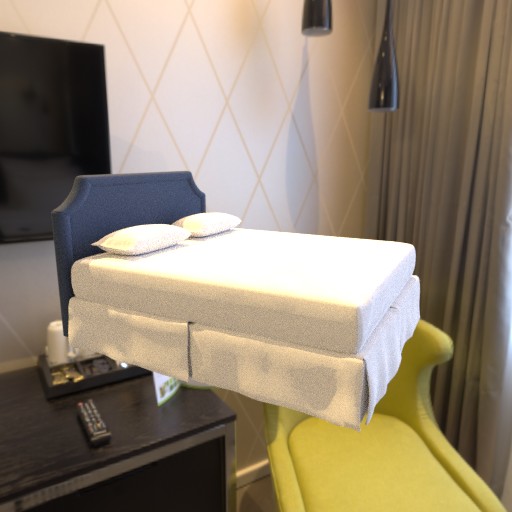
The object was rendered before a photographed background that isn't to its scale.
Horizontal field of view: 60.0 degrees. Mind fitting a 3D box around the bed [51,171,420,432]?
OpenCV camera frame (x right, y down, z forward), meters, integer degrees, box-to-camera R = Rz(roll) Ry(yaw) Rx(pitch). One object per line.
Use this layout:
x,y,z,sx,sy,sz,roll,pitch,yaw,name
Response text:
0.000,0.000,4.152,2.773,1.488,2.350,7,14,27,bed
